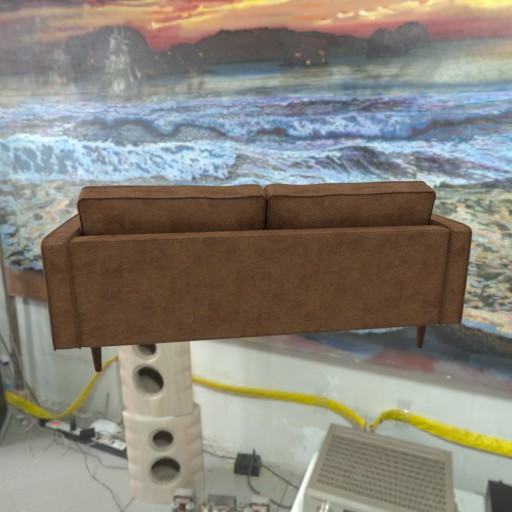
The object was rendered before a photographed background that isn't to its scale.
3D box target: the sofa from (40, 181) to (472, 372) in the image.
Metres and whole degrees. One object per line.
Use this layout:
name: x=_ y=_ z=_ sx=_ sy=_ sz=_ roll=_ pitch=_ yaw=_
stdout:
sofa: x=0.000 y=0.000 z=2.380 sx=1.920 sy=0.825 sz=0.924 roll=-2 pitch=16 yaw=-8
